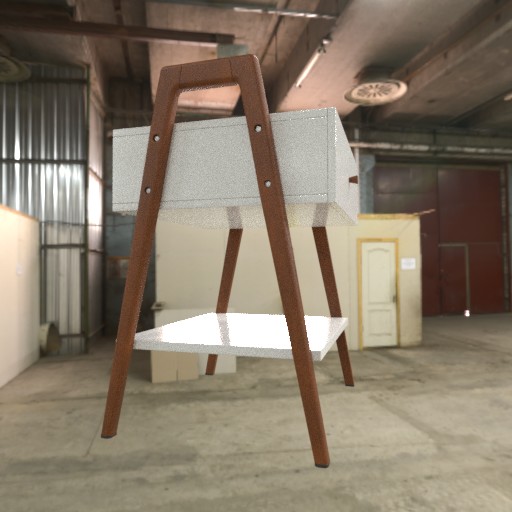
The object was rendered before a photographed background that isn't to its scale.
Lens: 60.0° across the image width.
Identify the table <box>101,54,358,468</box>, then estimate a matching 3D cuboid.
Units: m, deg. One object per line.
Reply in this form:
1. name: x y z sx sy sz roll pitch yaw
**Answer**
1. table: 0.000 0.000 0.900 0.405 0.610 0.457 0 -1 17
